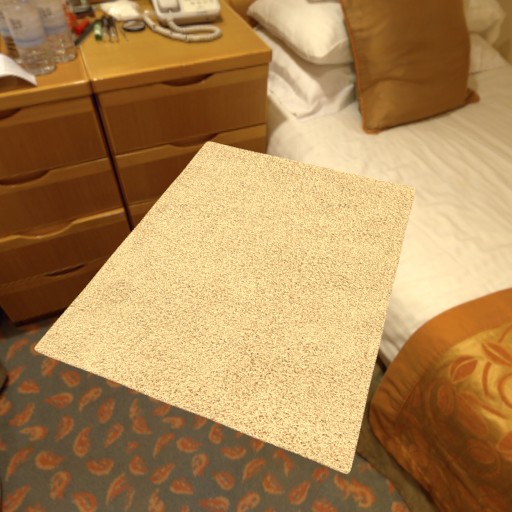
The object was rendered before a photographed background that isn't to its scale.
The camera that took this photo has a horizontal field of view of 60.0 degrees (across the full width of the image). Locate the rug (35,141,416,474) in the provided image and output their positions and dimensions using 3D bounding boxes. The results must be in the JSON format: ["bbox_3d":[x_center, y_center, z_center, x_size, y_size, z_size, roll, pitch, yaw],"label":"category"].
[{"bbox_3d":[0.000,0.000,4.018,2.438,0.029,3.047,16,49,14],"label":"rug"}]
